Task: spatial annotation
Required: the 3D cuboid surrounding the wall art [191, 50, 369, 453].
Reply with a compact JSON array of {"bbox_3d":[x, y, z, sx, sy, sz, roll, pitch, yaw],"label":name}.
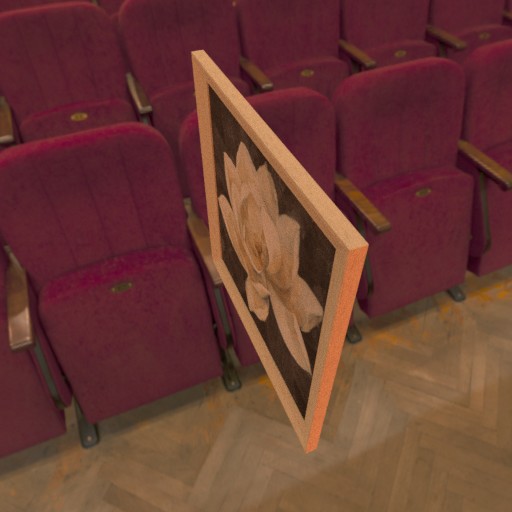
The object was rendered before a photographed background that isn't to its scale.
[{"bbox_3d":[0.000,0.000,1.529,0.045,1.016,1.016,-17,48,-16],"label":"wall art"}]
